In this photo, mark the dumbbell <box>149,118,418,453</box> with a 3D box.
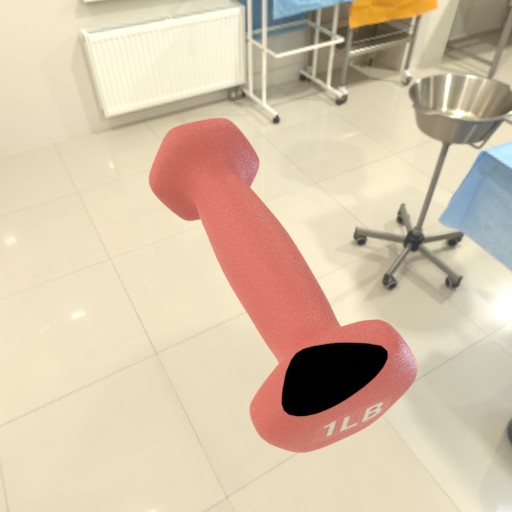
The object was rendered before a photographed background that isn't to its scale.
[{"bbox_3d":[0.000,0.000,0.149,0.047,0.043,0.123,-17,48,-16],"label":"dumbbell"}]
